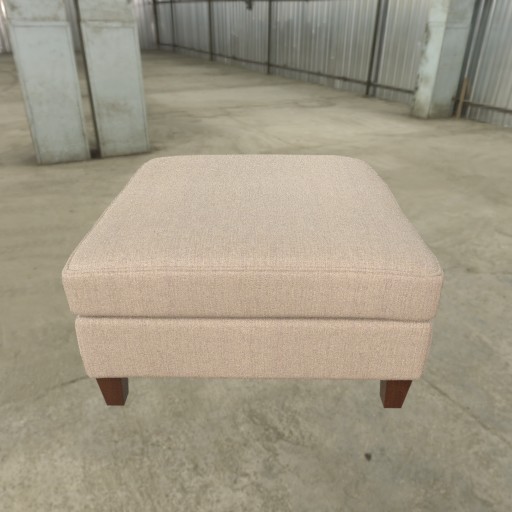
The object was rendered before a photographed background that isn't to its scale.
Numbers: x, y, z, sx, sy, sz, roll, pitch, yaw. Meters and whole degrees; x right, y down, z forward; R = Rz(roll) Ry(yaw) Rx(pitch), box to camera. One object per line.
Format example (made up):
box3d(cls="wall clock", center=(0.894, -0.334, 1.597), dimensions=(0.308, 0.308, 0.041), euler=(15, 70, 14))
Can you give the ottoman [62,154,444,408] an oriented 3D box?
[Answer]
box3d(cls="ottoman", center=(0.000, 0.000, 1.368), dimensions=(0.838, 0.481, 0.838), euler=(0, 28, 1))
